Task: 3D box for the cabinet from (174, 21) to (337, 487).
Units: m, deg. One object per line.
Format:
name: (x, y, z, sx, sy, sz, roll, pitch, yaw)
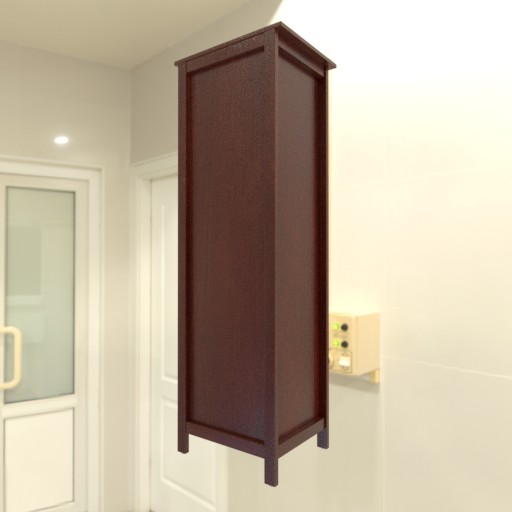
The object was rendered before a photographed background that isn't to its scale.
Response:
cabinet: (0.000, 0.000, 1.738, 0.500, 1.518, 0.401, 0, -1, 37)
